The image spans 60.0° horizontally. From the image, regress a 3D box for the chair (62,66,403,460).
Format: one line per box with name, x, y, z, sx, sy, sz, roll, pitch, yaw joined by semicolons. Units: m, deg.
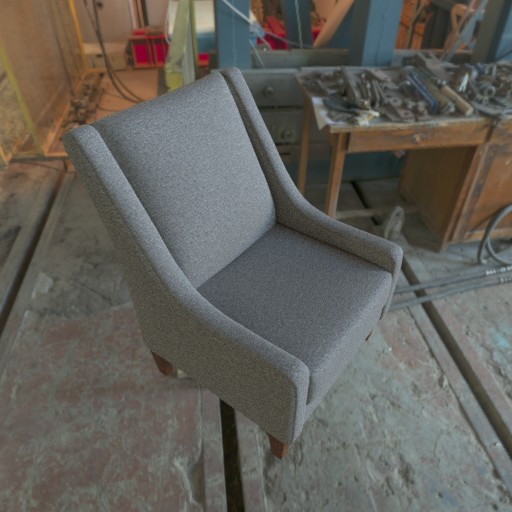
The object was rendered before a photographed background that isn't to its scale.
chair;0.000;0.000;1.611;0.870;1.016;0.774;26;46;28
